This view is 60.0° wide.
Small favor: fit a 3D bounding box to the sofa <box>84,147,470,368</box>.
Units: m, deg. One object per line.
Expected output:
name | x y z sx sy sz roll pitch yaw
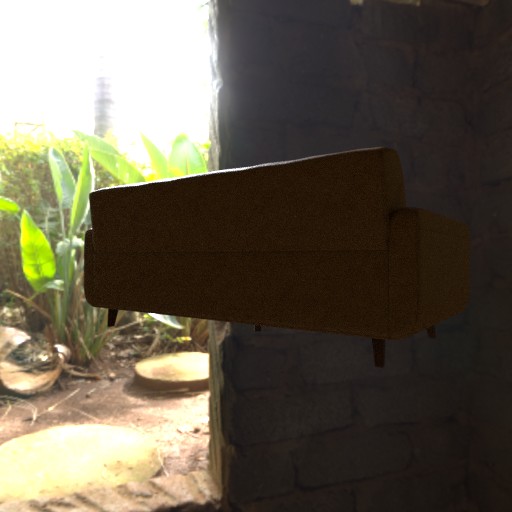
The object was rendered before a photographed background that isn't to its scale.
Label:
sofa | 0.000 0.000 2.605 2.137 0.892 0.980 0 0 36
